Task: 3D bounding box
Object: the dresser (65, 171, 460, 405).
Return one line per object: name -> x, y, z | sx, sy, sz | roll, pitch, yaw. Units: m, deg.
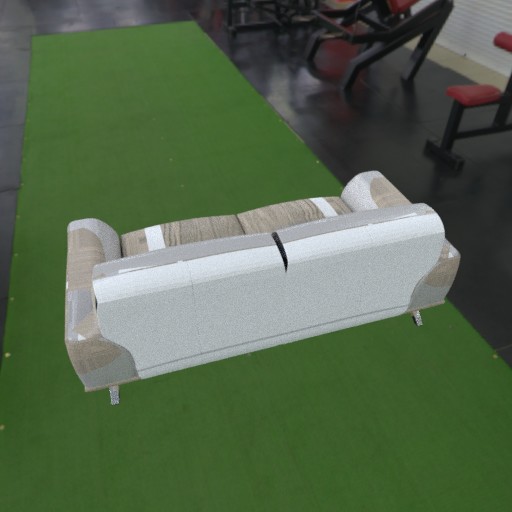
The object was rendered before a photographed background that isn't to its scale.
dresser -> 0.000, 0.000, 5.888 | 4.679, 1.863, 2.251 | -11, 43, -13
